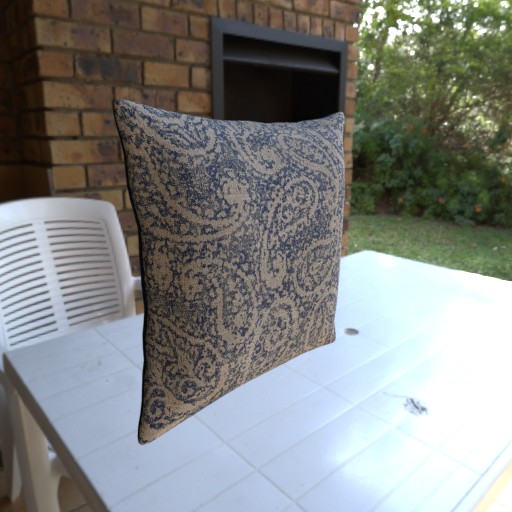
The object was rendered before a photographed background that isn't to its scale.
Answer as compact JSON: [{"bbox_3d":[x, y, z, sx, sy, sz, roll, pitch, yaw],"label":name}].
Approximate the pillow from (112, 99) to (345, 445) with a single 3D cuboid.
[{"bbox_3d":[0.000,0.000,0.797,0.166,0.510,0.523,14,21,42],"label":"pillow"}]
